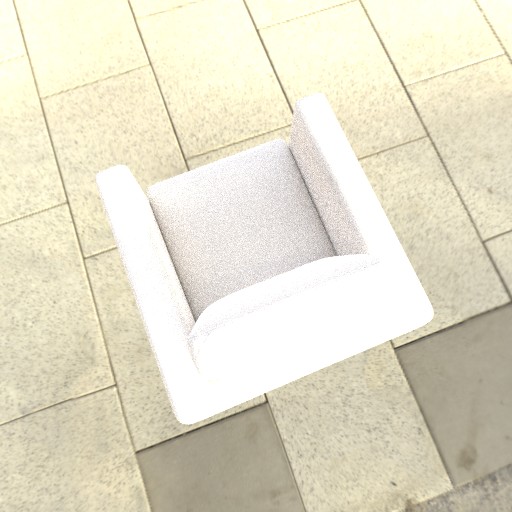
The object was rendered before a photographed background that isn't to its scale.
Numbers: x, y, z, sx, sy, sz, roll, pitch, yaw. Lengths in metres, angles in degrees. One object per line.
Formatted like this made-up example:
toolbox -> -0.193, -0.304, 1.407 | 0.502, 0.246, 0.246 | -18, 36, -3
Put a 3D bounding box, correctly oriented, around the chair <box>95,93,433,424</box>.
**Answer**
chair -> 0.000, 0.000, 1.606 | 0.831, 0.899, 0.879 | -22, 77, -5
